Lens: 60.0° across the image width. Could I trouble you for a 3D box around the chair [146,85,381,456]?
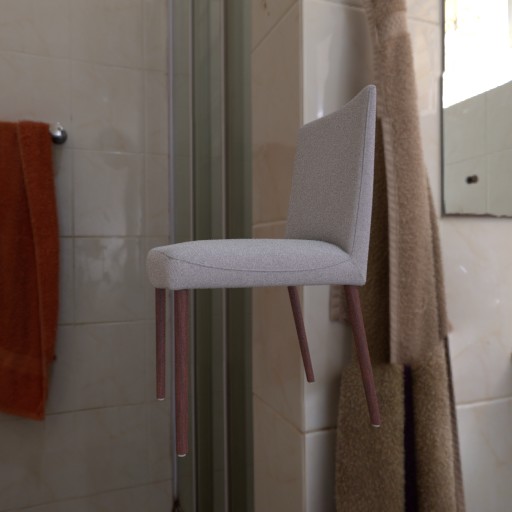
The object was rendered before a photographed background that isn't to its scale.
[{"bbox_3d":[0.000,0.000,1.213,0.570,0.859,0.456,0,1,-19],"label":"chair"}]
